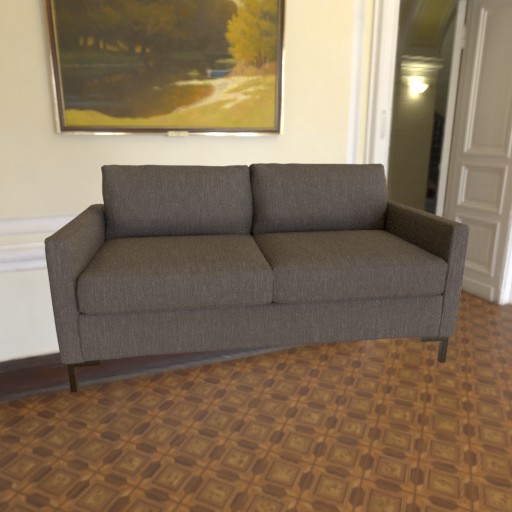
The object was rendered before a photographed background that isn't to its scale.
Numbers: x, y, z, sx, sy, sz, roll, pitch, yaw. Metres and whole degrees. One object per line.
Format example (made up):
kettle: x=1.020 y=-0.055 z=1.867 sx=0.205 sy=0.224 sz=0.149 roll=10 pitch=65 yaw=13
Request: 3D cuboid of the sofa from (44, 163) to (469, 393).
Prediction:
sofa: x=0.000 y=0.000 z=2.132 sx=1.682 sy=0.840 sz=0.875 roll=-2 pitch=16 yaw=-8
